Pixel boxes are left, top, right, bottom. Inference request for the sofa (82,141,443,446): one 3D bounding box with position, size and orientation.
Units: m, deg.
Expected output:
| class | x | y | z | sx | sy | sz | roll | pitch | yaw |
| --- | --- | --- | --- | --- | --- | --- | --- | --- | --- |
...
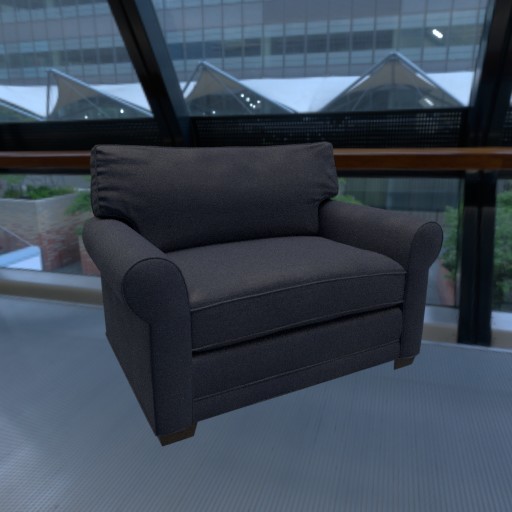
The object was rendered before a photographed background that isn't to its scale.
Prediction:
| class | x | y | z | sx | sy | sz | roll | pitch | yaw |
| --- | --- | --- | --- | --- | --- | --- | --- | --- | --- |
| sofa | 0.000 | 0.000 | 2.036 | 1.405 | 1.004 | 0.938 | -8 | 17 | -27 |
